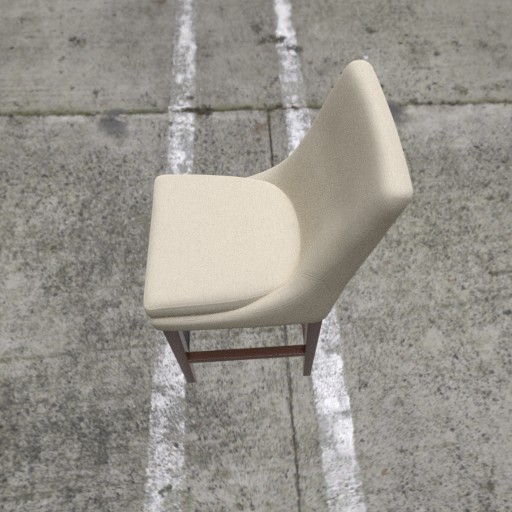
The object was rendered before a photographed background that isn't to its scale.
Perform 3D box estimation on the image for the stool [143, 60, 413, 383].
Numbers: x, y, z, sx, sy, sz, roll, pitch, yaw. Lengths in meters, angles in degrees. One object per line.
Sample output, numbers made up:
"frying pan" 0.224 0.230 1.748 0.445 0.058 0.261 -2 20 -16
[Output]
"stool" 0.000 0.000 1.292 0.577 0.981 0.470 -3 57 -2
